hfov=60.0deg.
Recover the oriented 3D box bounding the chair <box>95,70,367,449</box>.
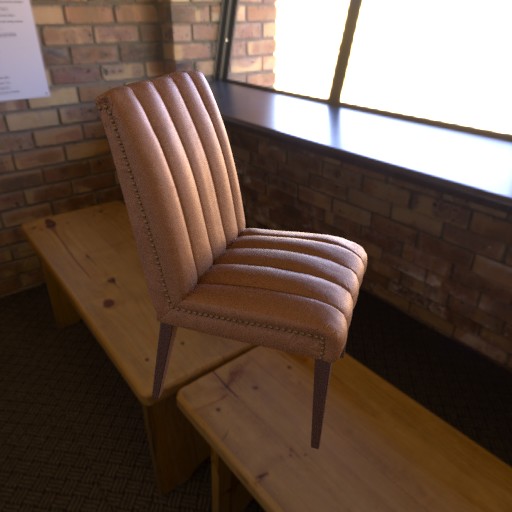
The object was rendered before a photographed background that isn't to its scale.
[{"bbox_3d":[0.000,0.000,1.378,0.647,1.016,0.511,10,31,17],"label":"chair"}]
